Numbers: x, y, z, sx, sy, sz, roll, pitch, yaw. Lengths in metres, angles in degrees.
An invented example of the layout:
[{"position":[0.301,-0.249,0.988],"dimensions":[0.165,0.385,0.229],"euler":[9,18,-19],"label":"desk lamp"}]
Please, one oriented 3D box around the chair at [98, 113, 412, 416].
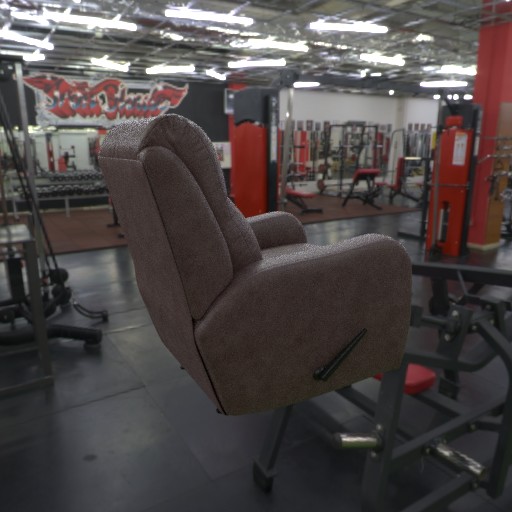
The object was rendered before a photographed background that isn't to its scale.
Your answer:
[{"position":[0.000,0.000,1.821],"dimensions":[1.067,1.067,0.865],"euler":[-8,16,-29],"label":"chair"}]
